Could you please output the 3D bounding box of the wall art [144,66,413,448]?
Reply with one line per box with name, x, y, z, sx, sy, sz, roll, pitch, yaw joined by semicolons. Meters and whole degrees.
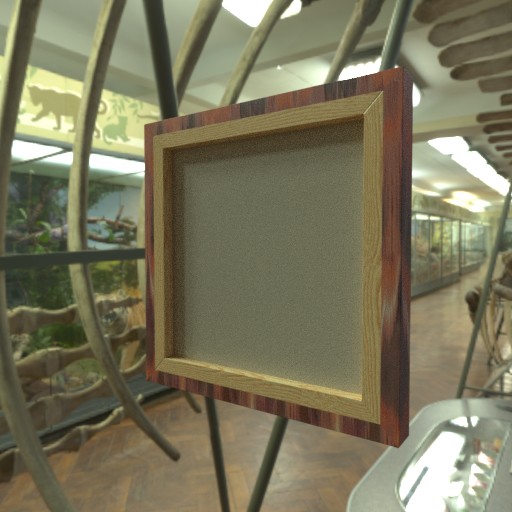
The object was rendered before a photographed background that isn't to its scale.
wall art;0.000;0.000;0.601;0.403;0.406;0.038;1;2;35
